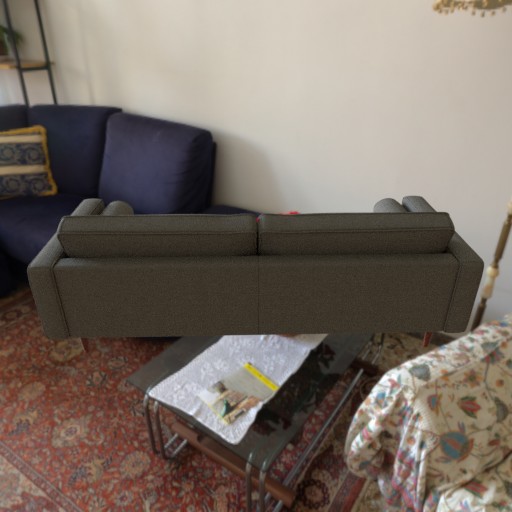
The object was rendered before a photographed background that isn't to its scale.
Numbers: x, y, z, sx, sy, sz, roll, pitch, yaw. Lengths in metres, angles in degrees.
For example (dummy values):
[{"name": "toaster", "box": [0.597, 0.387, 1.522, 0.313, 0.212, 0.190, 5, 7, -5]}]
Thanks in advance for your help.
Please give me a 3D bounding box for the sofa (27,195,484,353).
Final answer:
[{"name": "sofa", "box": [0.000, 0.000, 2.585, 2.198, 0.762, 0.914, -1, 29, -1]}]
